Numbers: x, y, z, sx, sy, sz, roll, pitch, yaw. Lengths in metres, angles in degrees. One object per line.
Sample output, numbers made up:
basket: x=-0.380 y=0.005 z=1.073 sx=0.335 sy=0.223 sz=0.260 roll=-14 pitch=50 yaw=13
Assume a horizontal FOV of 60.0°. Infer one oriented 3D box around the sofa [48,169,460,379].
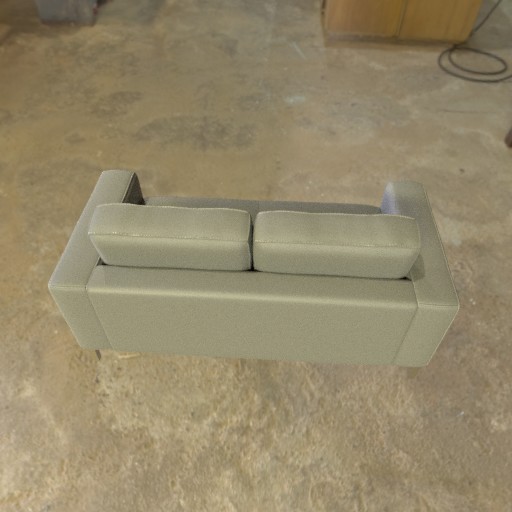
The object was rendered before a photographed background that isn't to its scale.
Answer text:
sofa: x=0.000 y=0.000 z=2.203 sx=1.726 sy=0.893 sz=0.833 roll=3 pitch=48 yaw=2
